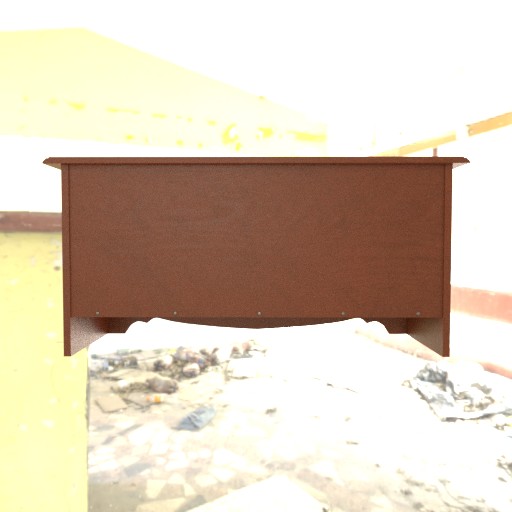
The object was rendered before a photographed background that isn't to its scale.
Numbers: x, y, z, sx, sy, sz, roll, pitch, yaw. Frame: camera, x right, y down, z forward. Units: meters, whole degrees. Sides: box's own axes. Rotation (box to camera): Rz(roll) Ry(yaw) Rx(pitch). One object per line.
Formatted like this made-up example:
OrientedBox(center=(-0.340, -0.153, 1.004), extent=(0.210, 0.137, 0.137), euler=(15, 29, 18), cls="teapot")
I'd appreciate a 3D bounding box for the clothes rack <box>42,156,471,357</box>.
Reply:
OrientedBox(center=(0.000, 0.000, 1.485), extent=(1.251, 0.594, 0.362), euler=(0, 2, 0), cls="clothes rack")
